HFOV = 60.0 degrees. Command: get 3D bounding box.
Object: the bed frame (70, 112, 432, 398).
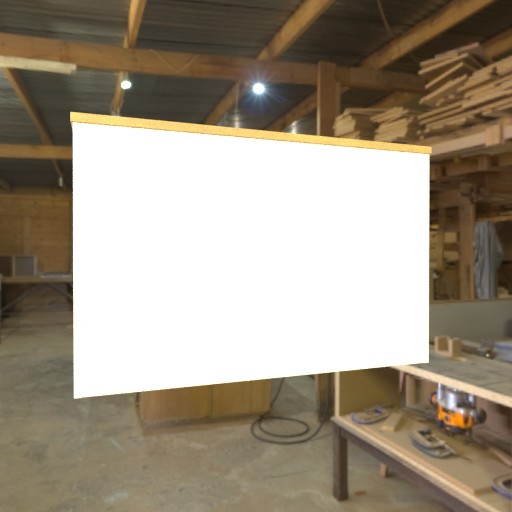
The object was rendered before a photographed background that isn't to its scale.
[{"bbox_3d":[0.000,0.000,1.717,1.300,0.850,0.430,0,1,-19],"label":"bed frame"}]
